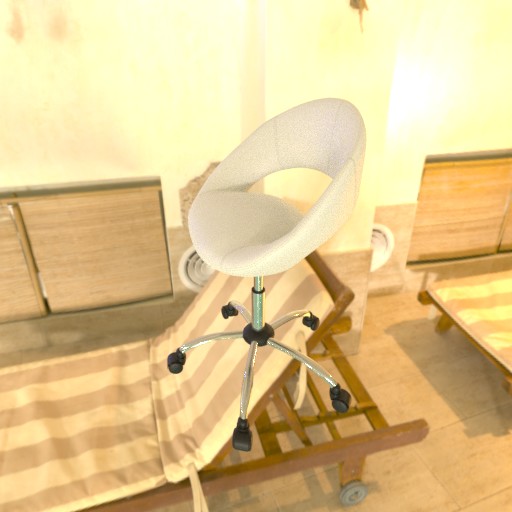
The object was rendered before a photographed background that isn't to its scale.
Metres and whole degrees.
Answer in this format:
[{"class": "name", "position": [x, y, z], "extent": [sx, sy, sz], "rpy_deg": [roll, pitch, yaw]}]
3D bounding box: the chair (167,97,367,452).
[{"class": "chair", "position": [0.000, 0.000, 1.202], "extent": [0.538, 0.791, 0.612], "rpy_deg": [-8, 30, -14]}]
